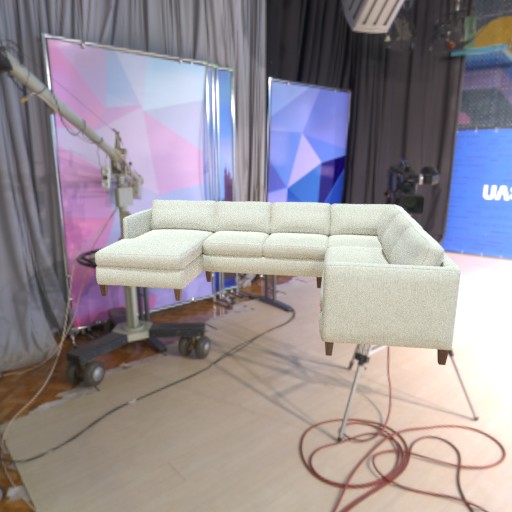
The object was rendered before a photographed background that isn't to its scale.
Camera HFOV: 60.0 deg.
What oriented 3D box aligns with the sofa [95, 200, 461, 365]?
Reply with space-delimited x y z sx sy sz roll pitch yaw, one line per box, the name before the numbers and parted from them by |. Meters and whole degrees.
sofa | 0.000 0.000 4.437 3.238 0.853 2.551 3 14 10
